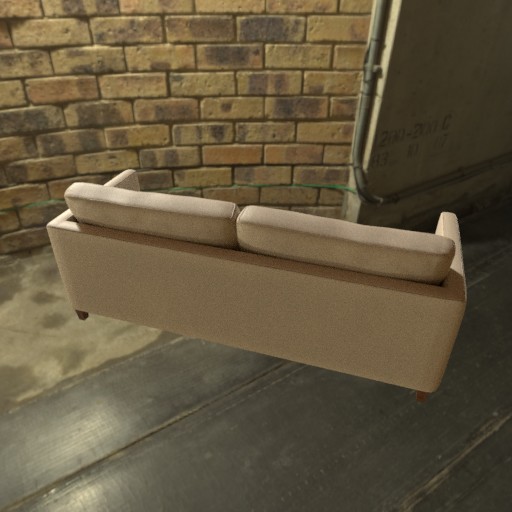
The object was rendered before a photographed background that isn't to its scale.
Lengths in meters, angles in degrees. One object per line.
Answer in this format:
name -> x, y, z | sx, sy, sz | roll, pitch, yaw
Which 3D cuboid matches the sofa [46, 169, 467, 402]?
sofa -> 0.000, 0.000, 2.848 | 2.361, 0.968, 0.951 | 10, 35, 15
